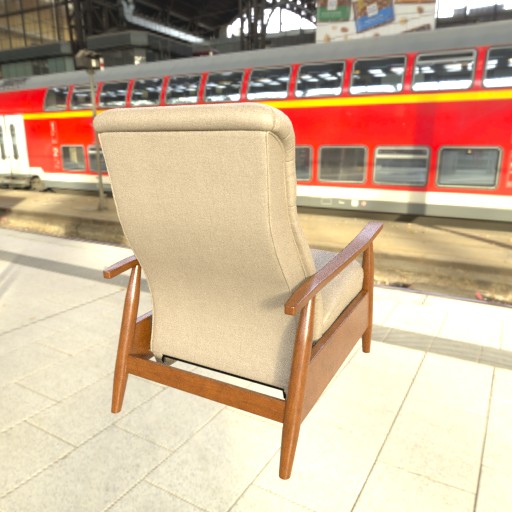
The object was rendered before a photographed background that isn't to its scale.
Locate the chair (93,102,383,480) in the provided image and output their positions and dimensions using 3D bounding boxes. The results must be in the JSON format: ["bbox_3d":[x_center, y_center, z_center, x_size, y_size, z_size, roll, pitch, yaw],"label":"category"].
[{"bbox_3d":[0.000,0.000,1.768,0.762,1.082,1.032,8,17,28],"label":"chair"}]
